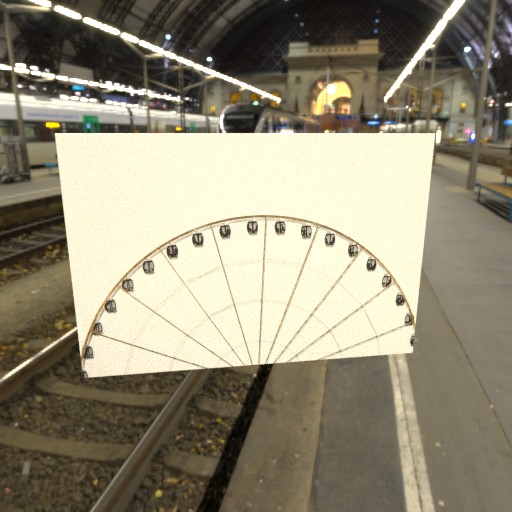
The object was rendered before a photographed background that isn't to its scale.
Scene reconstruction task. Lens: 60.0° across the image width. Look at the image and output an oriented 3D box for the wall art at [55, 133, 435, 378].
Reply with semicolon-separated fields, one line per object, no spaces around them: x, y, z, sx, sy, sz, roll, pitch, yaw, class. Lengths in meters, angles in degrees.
0.000;0.000;1.440;1.144;0.767;0.038;-2;16;-8;wall art
